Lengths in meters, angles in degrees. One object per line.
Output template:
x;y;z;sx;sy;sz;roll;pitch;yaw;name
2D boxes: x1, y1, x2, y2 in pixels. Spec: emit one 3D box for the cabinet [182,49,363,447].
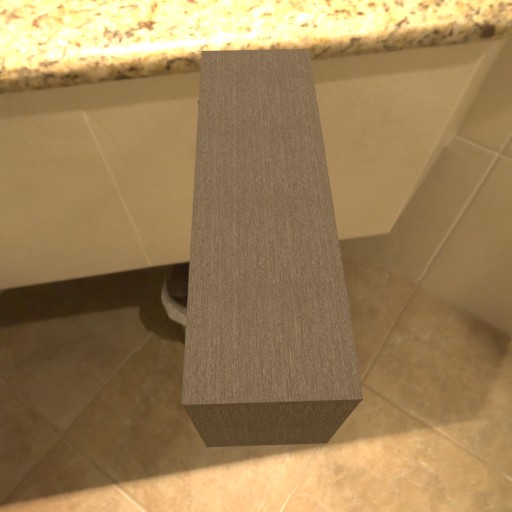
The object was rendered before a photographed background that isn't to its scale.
0.000;0.000;1.555;0.405;0.787;1.194;-1;58;-1;cabinet
